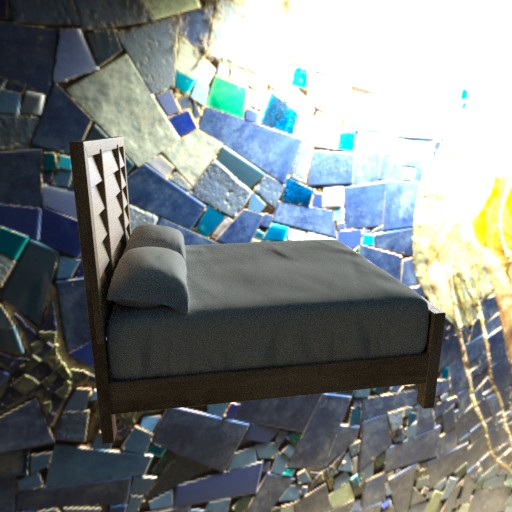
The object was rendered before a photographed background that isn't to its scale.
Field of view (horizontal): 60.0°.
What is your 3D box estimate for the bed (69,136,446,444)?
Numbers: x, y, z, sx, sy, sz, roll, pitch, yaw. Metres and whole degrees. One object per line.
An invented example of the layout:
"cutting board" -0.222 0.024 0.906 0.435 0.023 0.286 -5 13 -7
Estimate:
"bed" 0.000 0.000 3.170 2.017 1.631 1.615 -3 16 -9
